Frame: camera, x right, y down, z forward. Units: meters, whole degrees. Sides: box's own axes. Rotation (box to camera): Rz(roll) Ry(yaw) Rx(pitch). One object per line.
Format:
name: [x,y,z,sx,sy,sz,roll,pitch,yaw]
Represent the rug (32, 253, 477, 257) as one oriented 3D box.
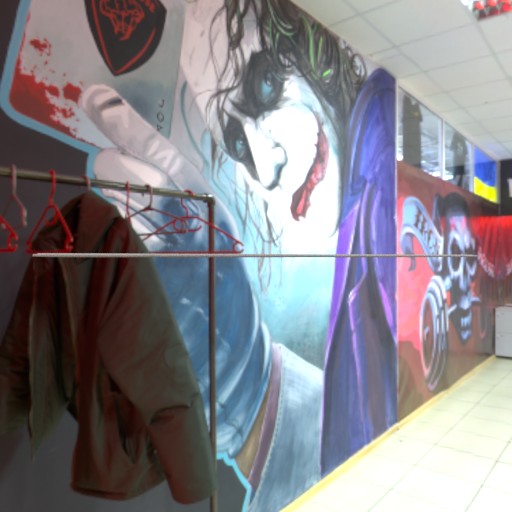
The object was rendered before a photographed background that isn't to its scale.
rug: [0.000,0.000,1.442,1.219,0.007,0.604,0,0,-18]
